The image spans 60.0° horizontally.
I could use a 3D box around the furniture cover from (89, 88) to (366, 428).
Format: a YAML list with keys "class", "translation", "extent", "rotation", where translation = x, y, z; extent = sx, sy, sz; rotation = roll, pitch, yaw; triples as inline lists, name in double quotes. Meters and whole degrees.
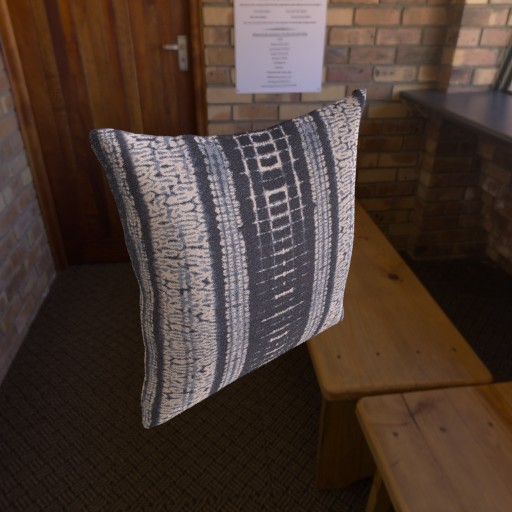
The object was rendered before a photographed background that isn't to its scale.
- class: "furniture cover"
  translation: [0.000, 0.000, 0.660]
  extent: [0.425, 0.435, 0.133]
  rotation: [-21, 35, -33]
